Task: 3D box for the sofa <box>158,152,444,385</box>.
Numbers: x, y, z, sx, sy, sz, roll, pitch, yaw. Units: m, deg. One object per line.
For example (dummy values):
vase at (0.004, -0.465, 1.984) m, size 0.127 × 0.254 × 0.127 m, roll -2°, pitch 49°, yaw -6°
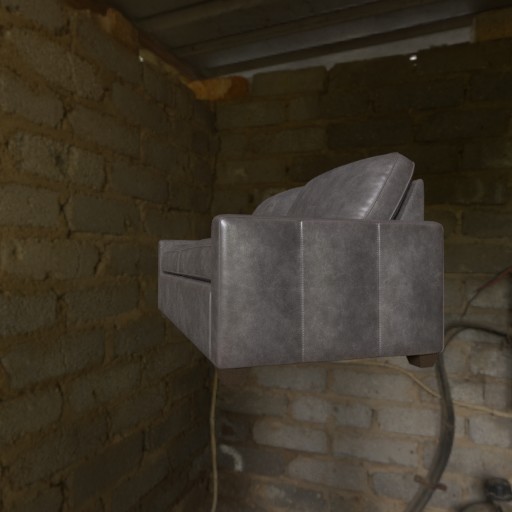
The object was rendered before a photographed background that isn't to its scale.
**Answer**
sofa at (0.000, 0.000, 2.605) m, size 0.939 × 0.916 × 2.081 m, roll 0°, pitch -1°, yaw -18°
